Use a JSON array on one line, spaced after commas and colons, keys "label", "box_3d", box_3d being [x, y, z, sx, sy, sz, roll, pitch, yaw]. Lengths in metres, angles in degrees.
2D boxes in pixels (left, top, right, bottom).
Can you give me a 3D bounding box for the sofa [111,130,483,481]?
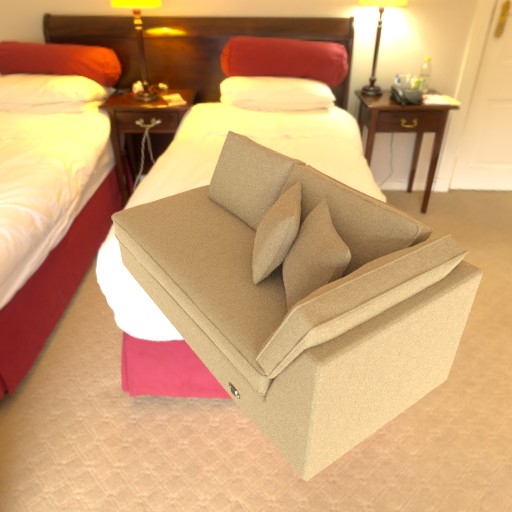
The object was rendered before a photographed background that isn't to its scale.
[{"label": "sofa", "box_3d": [0.000, 0.000, 2.765, 1.110, 1.033, 2.237, -21, 38, -29]}]
